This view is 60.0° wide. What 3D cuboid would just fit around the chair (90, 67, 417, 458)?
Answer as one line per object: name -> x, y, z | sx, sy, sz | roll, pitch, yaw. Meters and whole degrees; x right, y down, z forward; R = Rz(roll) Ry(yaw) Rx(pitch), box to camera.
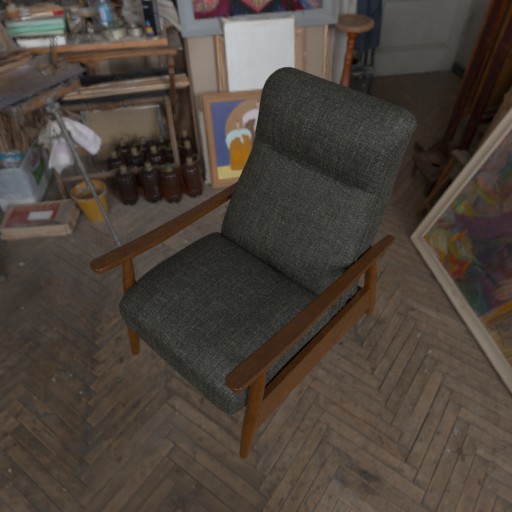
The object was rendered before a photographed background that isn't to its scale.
chair -> 0.000, 0.000, 1.782 | 0.762, 1.082, 1.014 | 33, 54, 28
